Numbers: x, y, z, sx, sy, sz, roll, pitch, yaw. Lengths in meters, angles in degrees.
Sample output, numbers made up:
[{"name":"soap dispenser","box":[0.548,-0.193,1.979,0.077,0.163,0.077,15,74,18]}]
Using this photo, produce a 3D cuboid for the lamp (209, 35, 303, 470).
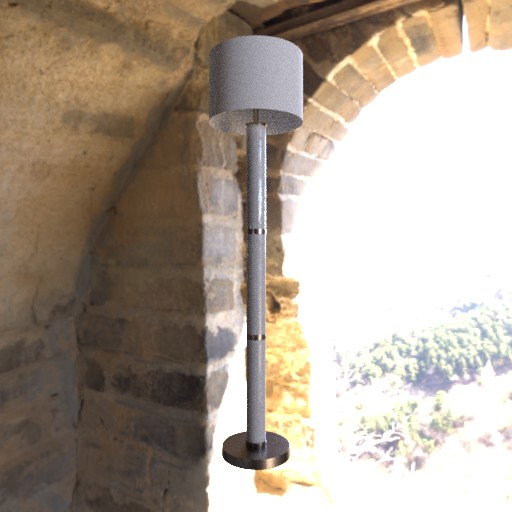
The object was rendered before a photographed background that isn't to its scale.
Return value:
[{"name":"lamp","box":[0.000,0.000,1.787,0.377,1.599,0.377,0,1,-18]}]
